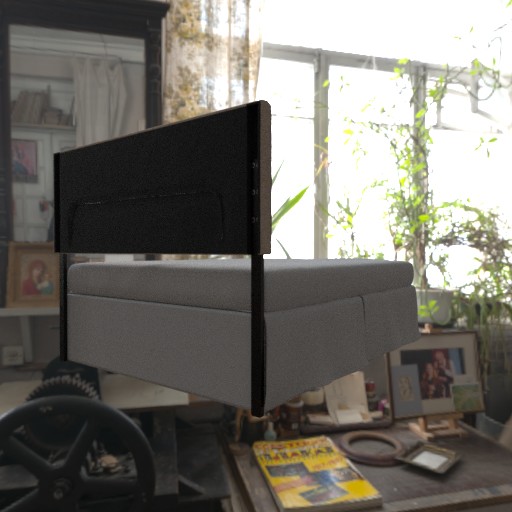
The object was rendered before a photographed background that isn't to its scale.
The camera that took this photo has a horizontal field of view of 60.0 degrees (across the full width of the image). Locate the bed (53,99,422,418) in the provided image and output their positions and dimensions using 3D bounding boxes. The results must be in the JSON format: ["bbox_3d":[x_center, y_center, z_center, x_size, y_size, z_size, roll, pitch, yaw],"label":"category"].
[{"bbox_3d":[0.000,0.000,2.997,1.643,1.270,1.978,1,1,37],"label":"bed"}]
